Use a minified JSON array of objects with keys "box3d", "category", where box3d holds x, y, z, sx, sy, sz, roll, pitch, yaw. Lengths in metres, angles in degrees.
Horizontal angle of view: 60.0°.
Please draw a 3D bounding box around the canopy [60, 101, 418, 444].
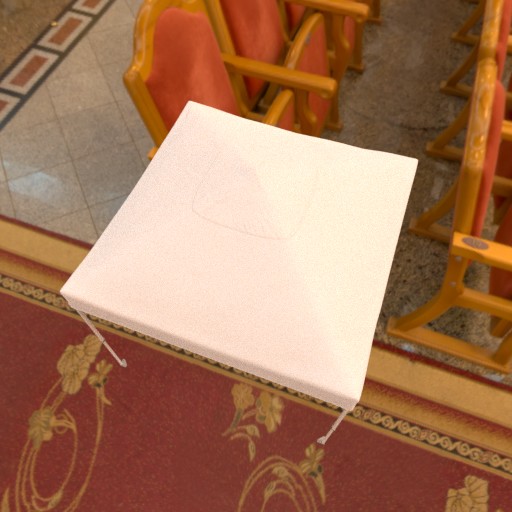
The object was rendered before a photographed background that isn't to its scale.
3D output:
[{"box3d":[0.000,0.000,5.389,2.996,2.997,2.998,18,60,11],"category":"canopy"}]
